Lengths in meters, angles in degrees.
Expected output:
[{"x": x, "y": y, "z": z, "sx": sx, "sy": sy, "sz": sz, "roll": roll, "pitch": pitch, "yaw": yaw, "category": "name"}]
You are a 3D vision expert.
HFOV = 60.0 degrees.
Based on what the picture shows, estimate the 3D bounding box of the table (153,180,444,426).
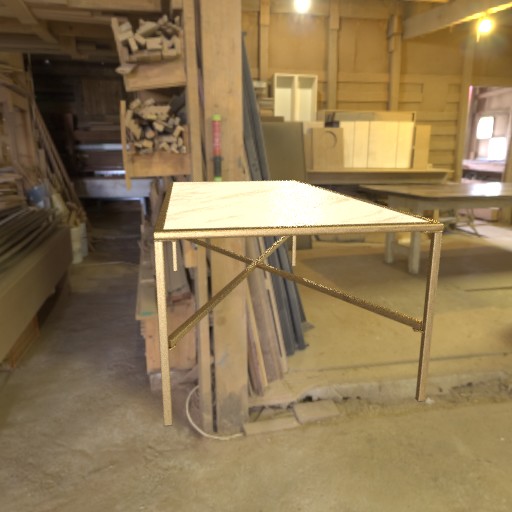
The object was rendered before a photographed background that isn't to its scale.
[{"x": 0.000, "y": 0.000, "z": 1.474, "sx": 0.577, "sy": 0.405, "sz": 1.197, "roll": -2, "pitch": 14, "yaw": -9, "category": "table"}]
